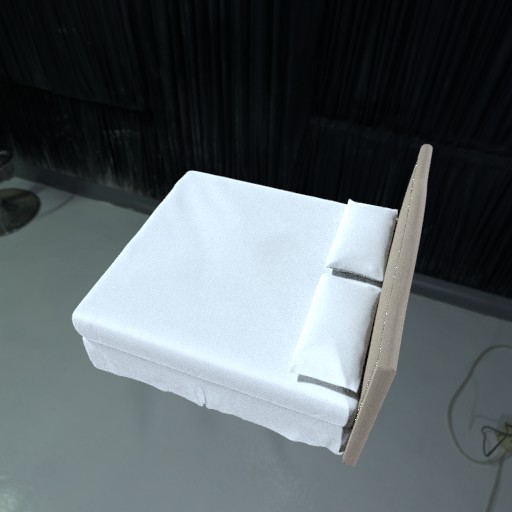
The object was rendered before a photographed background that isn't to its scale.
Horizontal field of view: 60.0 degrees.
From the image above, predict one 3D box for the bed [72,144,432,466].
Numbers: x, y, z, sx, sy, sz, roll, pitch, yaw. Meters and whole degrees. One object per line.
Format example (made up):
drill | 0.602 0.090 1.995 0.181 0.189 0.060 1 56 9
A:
bed | 0.000 0.000 3.449 2.182 1.421 2.083 15 48 14
